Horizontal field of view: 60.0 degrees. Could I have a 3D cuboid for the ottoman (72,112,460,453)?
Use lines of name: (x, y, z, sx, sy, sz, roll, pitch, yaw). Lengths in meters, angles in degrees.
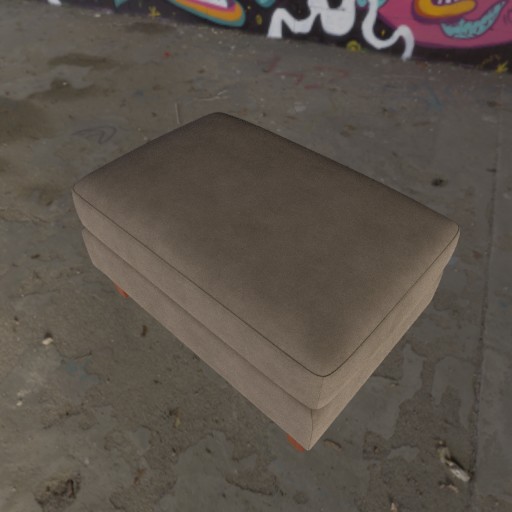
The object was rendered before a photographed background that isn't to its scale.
ottoman: (0.000, 0.000, 1.237, 0.864, 0.483, 0.584, 33, 54, 28)
